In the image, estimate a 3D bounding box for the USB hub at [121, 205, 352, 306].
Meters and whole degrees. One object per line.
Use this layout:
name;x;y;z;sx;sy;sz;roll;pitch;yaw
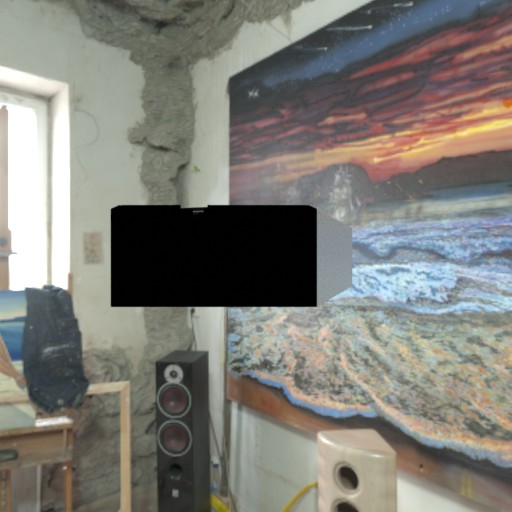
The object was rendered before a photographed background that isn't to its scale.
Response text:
USB hub;0.000;0.000;0.129;0.044;0.023;0.110;0;0;18
